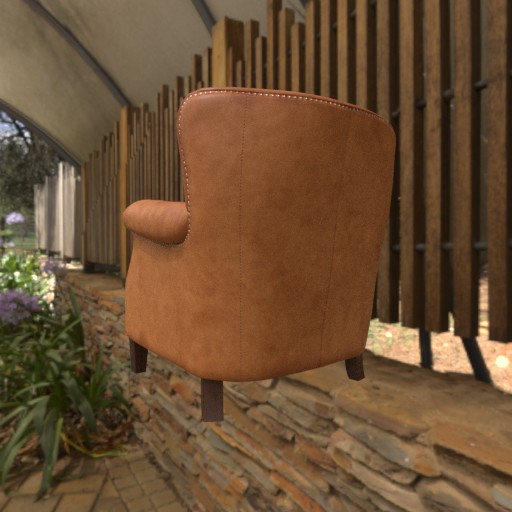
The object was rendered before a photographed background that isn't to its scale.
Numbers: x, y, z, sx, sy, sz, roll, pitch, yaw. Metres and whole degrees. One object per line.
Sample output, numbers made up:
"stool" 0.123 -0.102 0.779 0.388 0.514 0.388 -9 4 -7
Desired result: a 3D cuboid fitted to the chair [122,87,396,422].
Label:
"chair" 0.000 0.000 1.648 0.861 0.936 0.921 -1 2 -36
